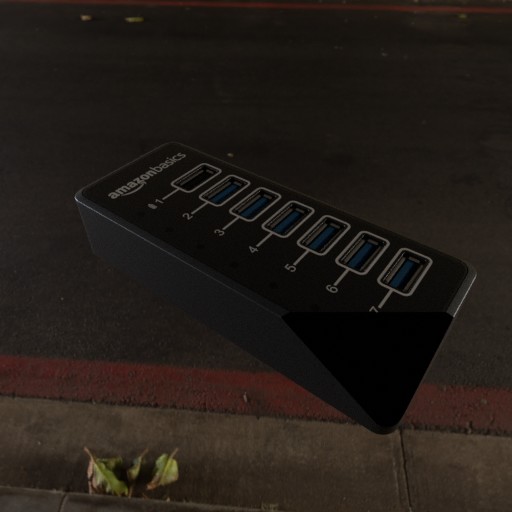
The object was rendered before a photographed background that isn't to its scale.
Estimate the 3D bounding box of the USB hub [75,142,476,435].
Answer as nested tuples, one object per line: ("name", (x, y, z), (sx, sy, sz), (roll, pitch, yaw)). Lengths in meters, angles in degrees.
("USB hub", (0.000, 0.000, 0.131), (0.110, 0.023, 0.044), (27, 49, 26))
